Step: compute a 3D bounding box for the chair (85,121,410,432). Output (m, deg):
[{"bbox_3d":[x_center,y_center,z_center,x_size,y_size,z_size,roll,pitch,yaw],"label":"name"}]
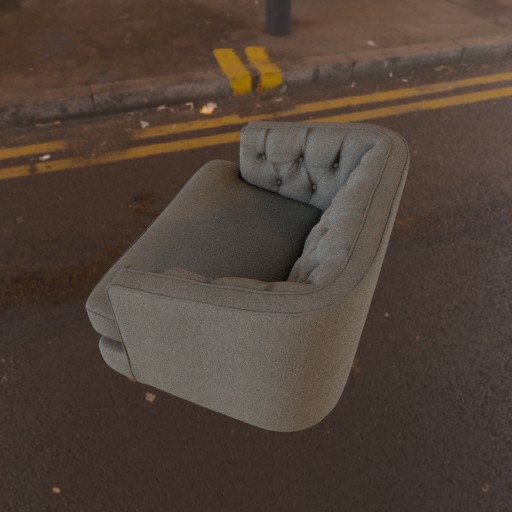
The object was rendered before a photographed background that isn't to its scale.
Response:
[{"bbox_3d":[0.000,0.000,1.766,0.945,0.852,1.094,16,47,16],"label":"chair"}]
